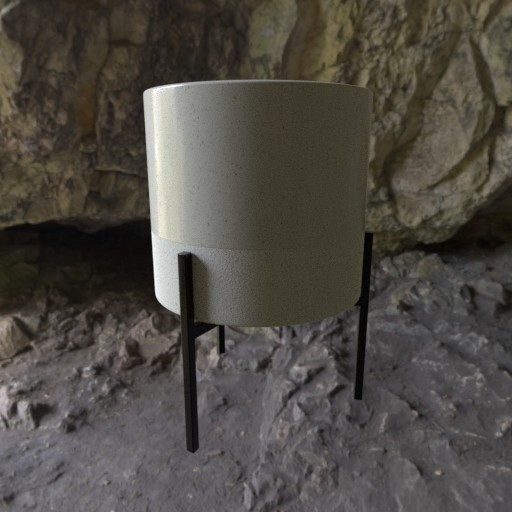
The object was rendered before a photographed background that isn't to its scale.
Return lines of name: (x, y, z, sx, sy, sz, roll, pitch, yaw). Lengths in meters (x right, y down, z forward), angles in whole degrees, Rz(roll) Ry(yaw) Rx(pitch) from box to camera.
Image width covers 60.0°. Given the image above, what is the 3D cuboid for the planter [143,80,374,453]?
planter: (0.000, 0.000, 0.334, 0.152, 0.230, 0.159, -7, 16, -25)
